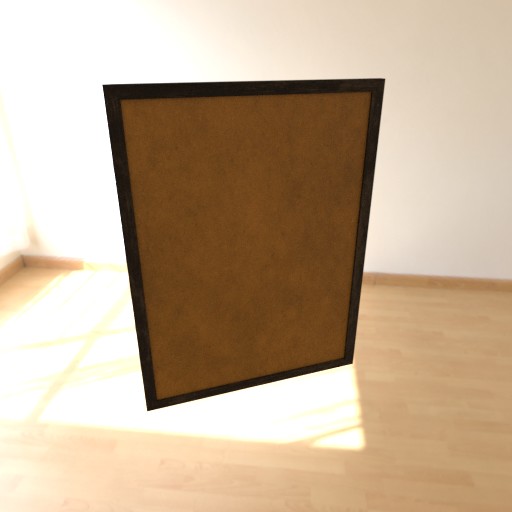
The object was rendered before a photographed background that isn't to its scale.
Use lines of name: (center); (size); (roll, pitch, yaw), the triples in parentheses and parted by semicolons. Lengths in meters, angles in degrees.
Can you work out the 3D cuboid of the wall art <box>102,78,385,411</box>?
wall art: (0.000, 0.000, 1.451); (0.812, 1.066, 0.029); (-8, 26, -17)
